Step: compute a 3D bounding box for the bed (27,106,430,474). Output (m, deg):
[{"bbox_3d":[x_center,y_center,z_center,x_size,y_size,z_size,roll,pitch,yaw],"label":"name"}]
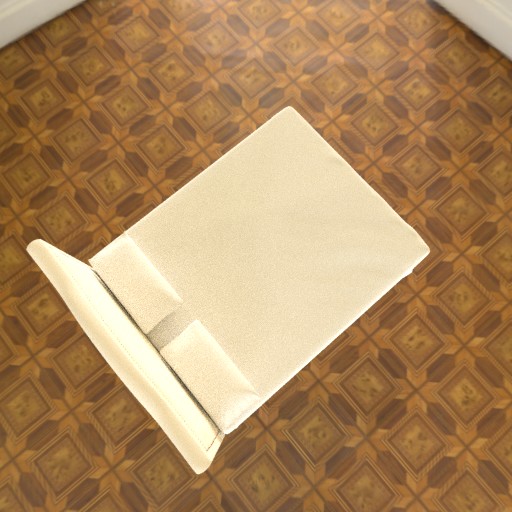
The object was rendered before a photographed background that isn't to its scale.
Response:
[{"bbox_3d":[0.000,0.000,3.349,2.282,1.436,1.821,-40,80,-9],"label":"bed"}]
